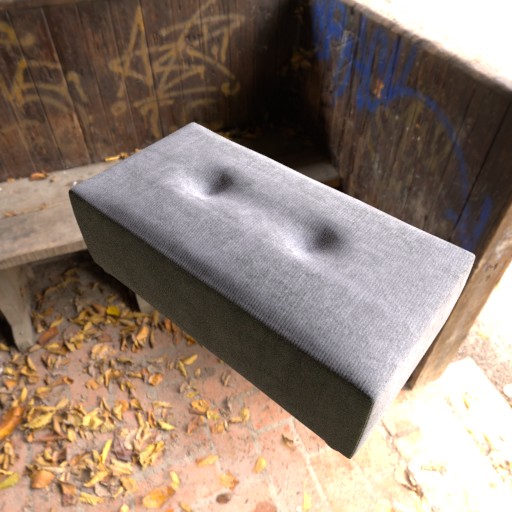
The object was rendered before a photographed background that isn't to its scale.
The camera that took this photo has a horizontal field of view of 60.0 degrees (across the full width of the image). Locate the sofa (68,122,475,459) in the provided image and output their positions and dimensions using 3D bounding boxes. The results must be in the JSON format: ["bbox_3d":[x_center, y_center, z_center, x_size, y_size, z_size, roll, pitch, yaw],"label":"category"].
[{"bbox_3d":[0.000,0.000,1.165,0.930,0.330,0.480,31,54,26],"label":"sofa"}]
